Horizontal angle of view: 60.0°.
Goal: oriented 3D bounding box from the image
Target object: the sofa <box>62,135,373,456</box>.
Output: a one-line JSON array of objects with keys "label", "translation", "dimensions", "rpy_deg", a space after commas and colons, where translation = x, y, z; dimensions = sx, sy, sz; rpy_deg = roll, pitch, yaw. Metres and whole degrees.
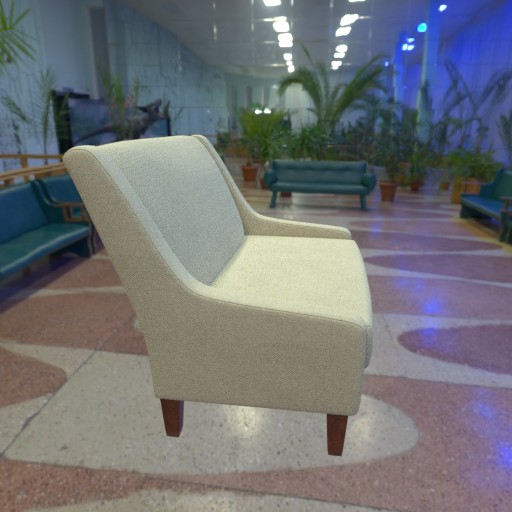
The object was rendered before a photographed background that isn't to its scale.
[{"label": "sofa", "translation": [0.000, 0.000, 1.899], "dimensions": [0.946, 0.976, 1.212], "rpy_deg": [3, 17, 9]}]
